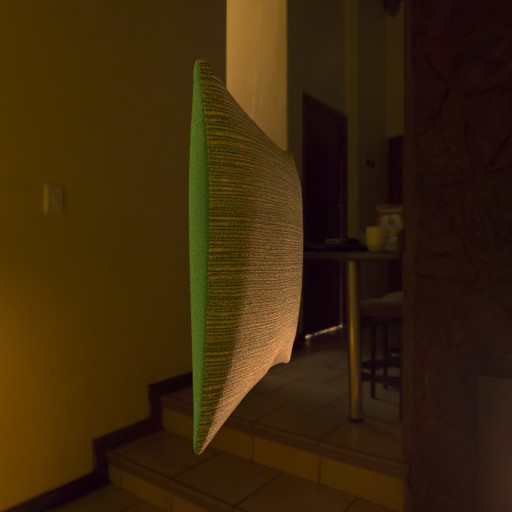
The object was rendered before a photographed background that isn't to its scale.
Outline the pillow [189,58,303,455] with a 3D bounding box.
[{"bbox_3d":[0.000,0.000,0.792,0.150,0.497,0.514,0,0,17],"label":"pillow"}]
